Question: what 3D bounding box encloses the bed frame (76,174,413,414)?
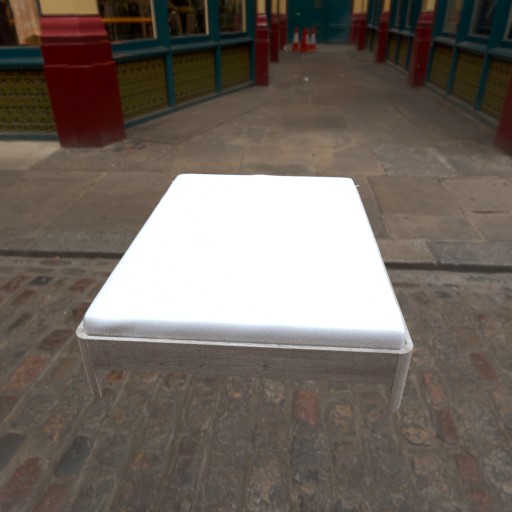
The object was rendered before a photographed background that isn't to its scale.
[{"bbox_3d":[0.000,0.000,2.743,1.490,0.462,1.950,2,29,3],"label":"bed frame"}]
